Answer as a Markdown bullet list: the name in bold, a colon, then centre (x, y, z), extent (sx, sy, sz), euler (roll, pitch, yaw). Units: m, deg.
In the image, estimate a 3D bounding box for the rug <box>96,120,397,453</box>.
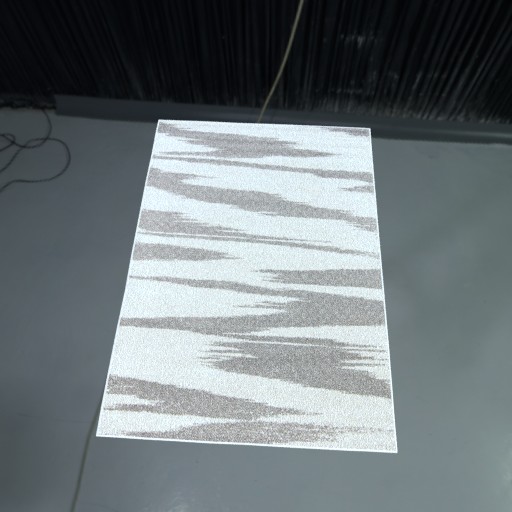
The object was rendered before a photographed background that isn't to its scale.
- **rug**: centre (0.000, 0.000, 2.718), extent (1.533, 0.010, 2.142), euler (3, 63, 1)
